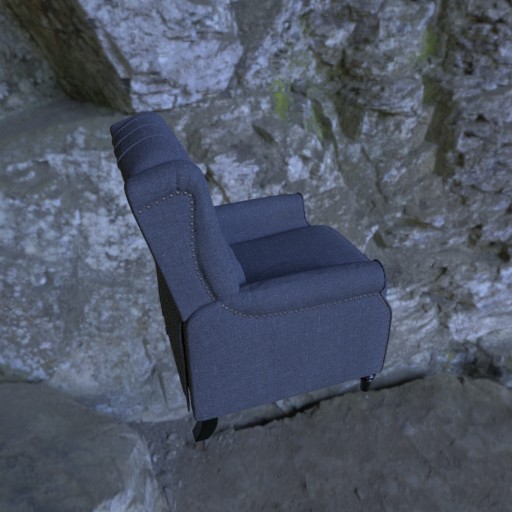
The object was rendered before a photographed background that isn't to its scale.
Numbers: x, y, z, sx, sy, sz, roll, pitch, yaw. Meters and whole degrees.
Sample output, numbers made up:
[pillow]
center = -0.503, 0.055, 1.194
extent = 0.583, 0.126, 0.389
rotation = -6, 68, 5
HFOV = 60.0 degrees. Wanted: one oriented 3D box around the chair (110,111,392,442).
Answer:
[chair]
center = 0.000, 0.000, 1.669
extent = 0.898, 1.035, 0.742
rotation = -10, 31, -17
